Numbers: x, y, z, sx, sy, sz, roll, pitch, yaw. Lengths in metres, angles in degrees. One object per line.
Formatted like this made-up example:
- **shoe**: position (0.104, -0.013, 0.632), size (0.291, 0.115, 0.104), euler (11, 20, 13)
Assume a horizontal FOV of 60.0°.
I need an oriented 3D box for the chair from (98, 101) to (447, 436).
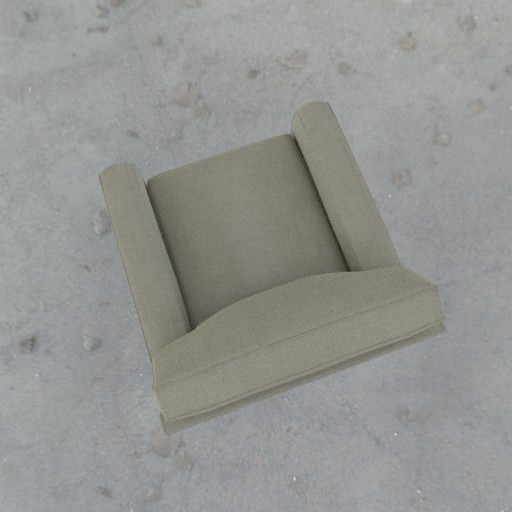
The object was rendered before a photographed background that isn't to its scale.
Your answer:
- **chair**: position (0.000, 0.000, 1.809), size (0.999, 0.934, 1.044), euler (-19, 76, -5)
